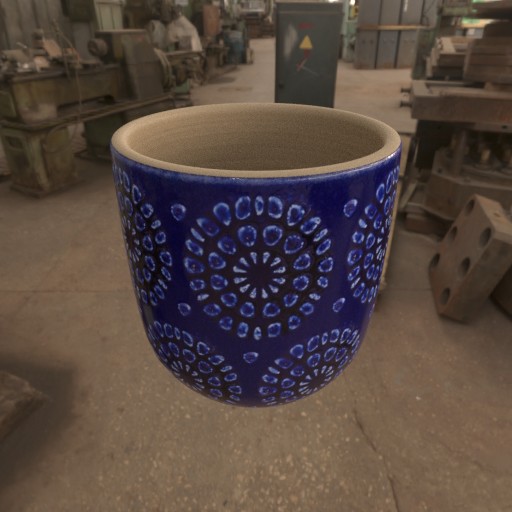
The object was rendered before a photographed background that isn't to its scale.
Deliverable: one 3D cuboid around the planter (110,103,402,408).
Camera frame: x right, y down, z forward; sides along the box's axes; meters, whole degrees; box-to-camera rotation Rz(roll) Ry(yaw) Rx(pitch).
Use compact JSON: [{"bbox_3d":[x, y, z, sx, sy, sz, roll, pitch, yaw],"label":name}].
[{"bbox_3d":[0.000,0.000,0.197,0.109,0.112,0.109,0,29,0],"label":"planter"}]
